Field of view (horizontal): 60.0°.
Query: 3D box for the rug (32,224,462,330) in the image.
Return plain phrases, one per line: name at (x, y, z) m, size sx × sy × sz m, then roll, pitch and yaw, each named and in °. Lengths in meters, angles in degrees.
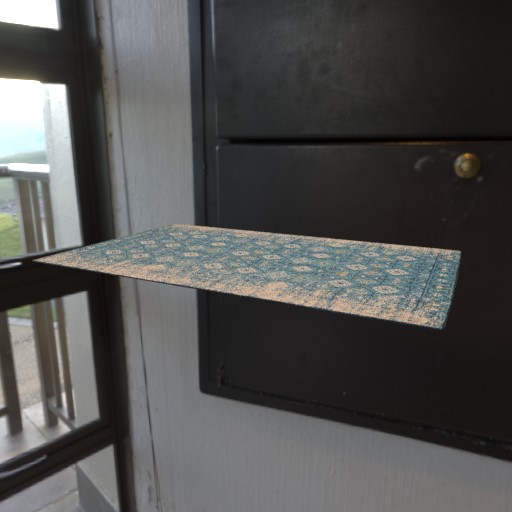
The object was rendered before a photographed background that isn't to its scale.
rug at (0.000, 0.000, 2.156) m, size 1.795 × 0.008 × 1.102 m, roll 7°, pitch 16°, yaw 26°
